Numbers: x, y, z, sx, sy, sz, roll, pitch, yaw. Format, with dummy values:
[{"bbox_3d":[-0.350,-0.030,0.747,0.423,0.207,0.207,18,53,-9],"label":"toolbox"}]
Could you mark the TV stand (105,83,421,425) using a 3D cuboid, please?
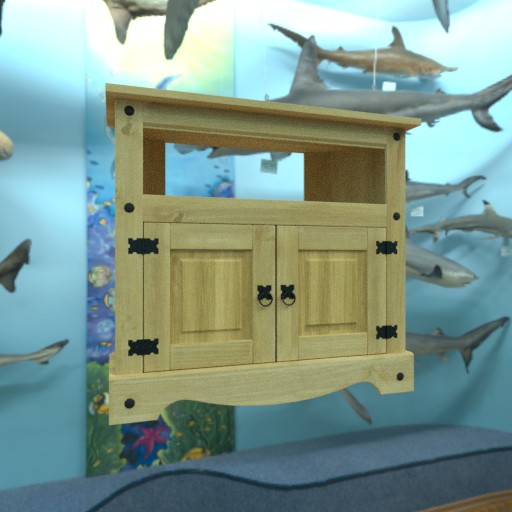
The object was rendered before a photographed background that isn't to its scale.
[{"bbox_3d":[0.000,0.000,1.332,0.851,0.781,0.425,0,0,-18],"label":"TV stand"}]
